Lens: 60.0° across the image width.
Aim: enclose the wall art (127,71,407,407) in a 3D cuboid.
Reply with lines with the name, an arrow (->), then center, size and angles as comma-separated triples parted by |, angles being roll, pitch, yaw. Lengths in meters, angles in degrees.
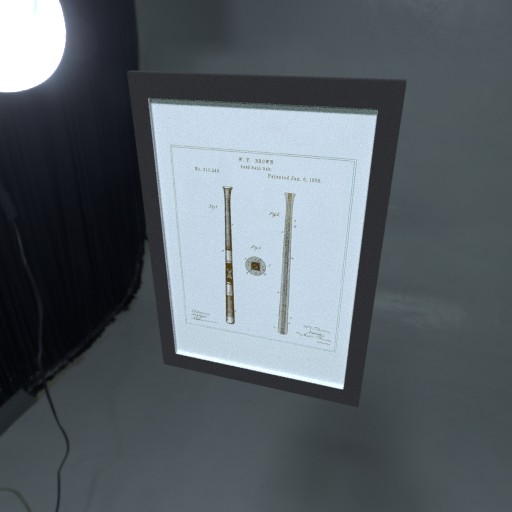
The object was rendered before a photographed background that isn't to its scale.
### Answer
wall art -> 0.000, 0.000, 0.697 | 0.374, 0.529, 0.012 | 8, 29, 15
